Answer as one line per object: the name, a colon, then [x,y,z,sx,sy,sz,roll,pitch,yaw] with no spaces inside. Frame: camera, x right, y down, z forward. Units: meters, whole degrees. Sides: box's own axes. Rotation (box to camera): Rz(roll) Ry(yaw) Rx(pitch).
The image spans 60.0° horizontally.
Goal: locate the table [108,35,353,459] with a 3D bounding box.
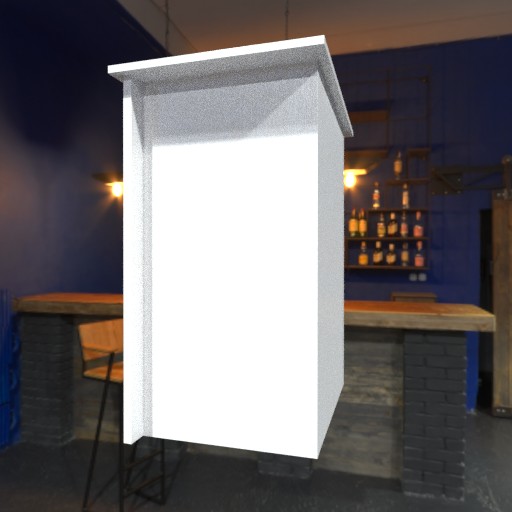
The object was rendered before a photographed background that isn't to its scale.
table: [0.000,0.000,1.053,0.406,0.711,0.589,0,0,17]
